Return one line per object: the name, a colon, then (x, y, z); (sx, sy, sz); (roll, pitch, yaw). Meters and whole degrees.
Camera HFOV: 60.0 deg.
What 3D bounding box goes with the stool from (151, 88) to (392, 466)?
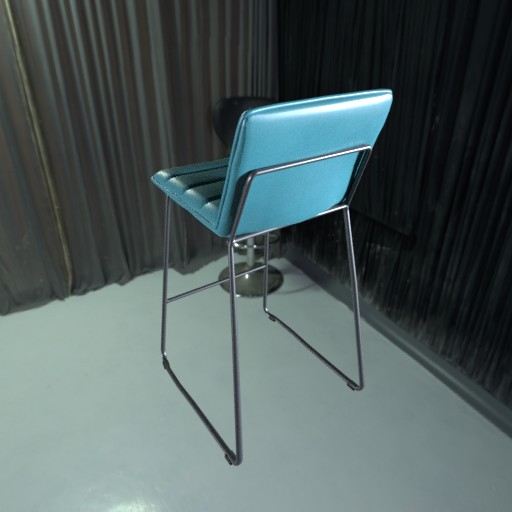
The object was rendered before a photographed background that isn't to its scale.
stool: (0.000, 0.000, 1.253); (0.489, 0.936, 0.524); (-19, 35, -29)
